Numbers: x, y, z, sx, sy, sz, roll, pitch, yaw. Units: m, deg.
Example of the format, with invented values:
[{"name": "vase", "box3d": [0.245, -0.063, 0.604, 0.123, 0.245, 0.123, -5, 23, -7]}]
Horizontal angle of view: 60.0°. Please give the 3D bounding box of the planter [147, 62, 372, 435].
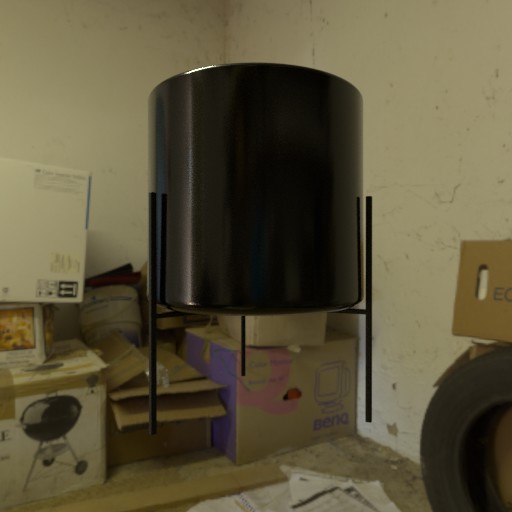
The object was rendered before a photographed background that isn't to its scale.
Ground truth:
[{"name": "planter", "box3d": [0.000, 0.000, 0.633, 0.310, 0.432, 0.310, 0, 0, 37]}]
